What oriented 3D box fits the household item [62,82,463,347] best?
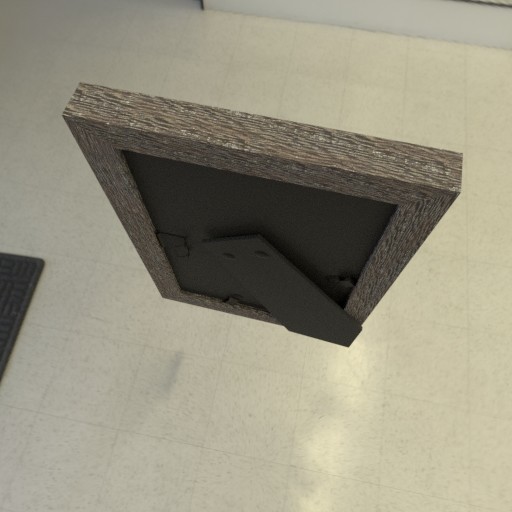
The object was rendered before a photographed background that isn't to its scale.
[{"bbox_3d":[0.000,0.000,0.227,0.133,0.180,0.020,12,65,6],"label":"household item"}]
